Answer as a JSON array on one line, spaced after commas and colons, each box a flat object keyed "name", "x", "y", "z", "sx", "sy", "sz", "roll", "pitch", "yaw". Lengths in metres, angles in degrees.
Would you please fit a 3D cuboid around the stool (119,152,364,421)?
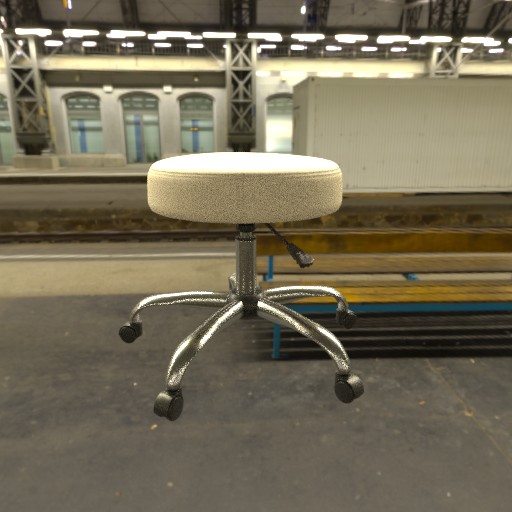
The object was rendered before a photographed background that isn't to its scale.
[{"name": "stool", "x": 0.000, "y": 0.000, "z": 1.062, "sx": 0.614, "sy": 0.482, "sz": 0.634, "roll": -7, "pitch": 17, "yaw": -25}]
